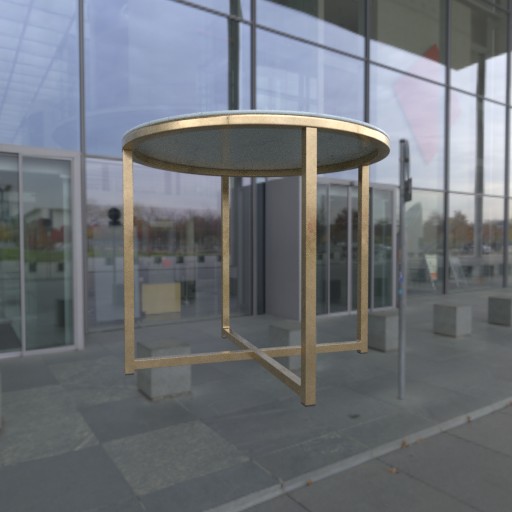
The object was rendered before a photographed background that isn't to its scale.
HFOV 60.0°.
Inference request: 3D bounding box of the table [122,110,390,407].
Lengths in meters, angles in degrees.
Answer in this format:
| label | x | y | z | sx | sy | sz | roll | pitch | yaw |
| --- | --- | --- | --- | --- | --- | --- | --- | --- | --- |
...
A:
| label | x | y | z | sx | sy | sz | roll | pitch | yaw |
| --- | --- | --- | --- | --- | --- | --- | --- | --- | --- |
| table | 0.000 | 0.000 | 0.868 | 0.500 | 0.420 | 0.500 | 0 | 2 | 0 |
